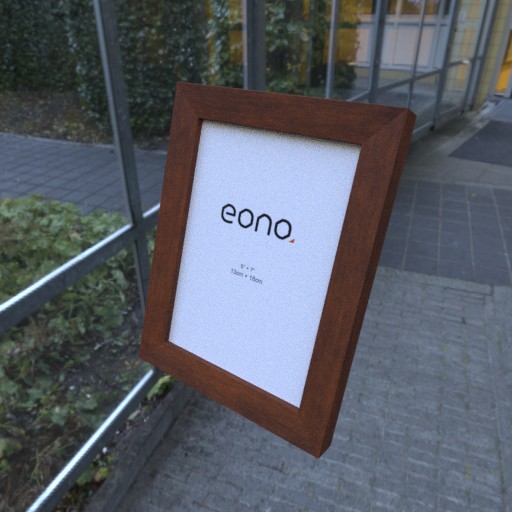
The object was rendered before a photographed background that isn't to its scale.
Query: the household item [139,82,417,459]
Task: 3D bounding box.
[{"bbox_3d":[0.000,0.000,0.300,0.160,0.204,0.096,19,34,30],"label":"household item"}]
